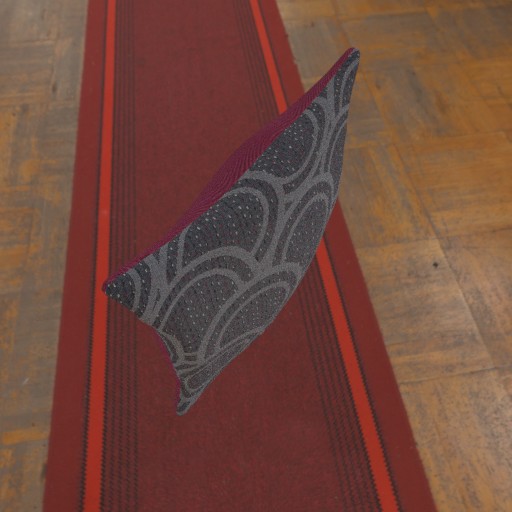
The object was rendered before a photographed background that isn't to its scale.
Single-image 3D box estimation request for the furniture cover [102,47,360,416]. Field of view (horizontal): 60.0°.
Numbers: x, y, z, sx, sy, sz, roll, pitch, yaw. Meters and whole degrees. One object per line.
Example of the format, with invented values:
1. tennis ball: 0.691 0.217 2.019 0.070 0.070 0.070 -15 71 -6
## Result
1. furniture cover: 0.000 0.000 0.766 0.163 0.513 0.514 32 62 19
